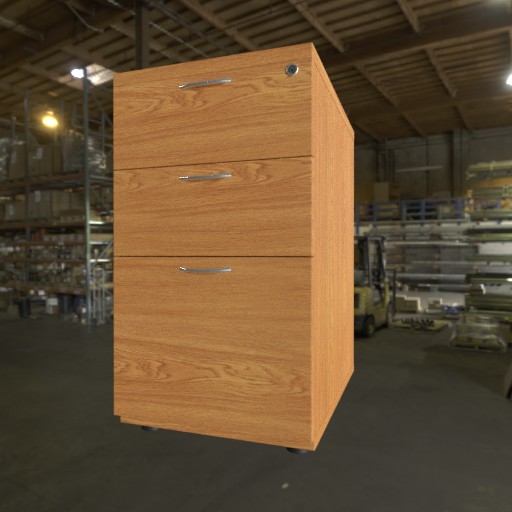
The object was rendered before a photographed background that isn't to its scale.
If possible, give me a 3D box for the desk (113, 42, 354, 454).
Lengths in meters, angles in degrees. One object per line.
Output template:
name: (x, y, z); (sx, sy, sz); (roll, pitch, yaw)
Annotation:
desk: (0.000, 0.000, 1.094); (0.404, 0.730, 0.600); (0, 0, 19)
